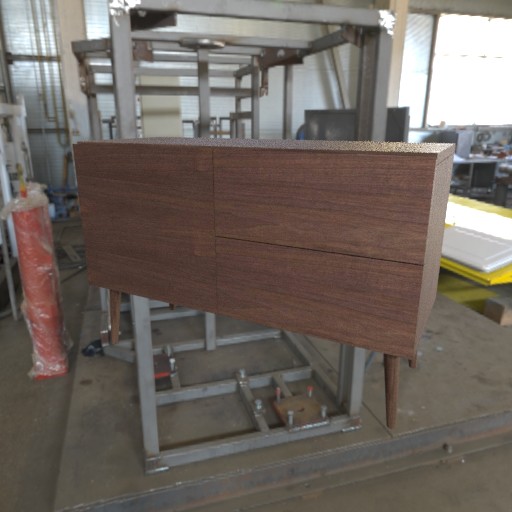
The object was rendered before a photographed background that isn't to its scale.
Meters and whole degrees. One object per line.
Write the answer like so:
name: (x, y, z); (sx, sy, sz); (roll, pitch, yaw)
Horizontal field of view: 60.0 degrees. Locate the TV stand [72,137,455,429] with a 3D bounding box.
TV stand: (0.000, 0.000, 1.329); (0.990, 0.660, 0.405); (9, 19, 27)
